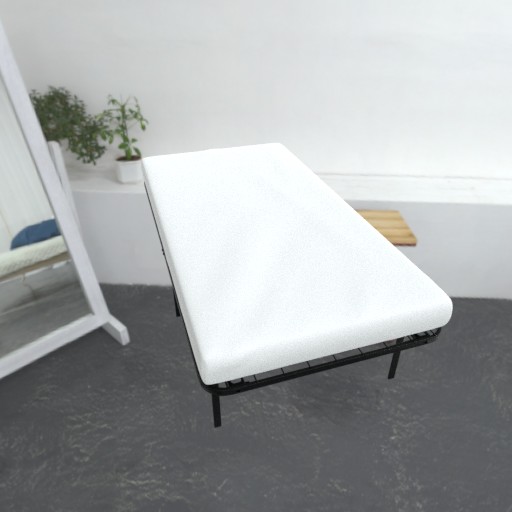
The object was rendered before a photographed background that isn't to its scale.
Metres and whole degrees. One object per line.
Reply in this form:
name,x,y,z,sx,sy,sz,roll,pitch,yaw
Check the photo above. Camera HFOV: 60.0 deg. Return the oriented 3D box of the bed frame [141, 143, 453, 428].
bed frame,0.000,0.000,2.424,0.989,0.619,1.903,-10,35,-15
